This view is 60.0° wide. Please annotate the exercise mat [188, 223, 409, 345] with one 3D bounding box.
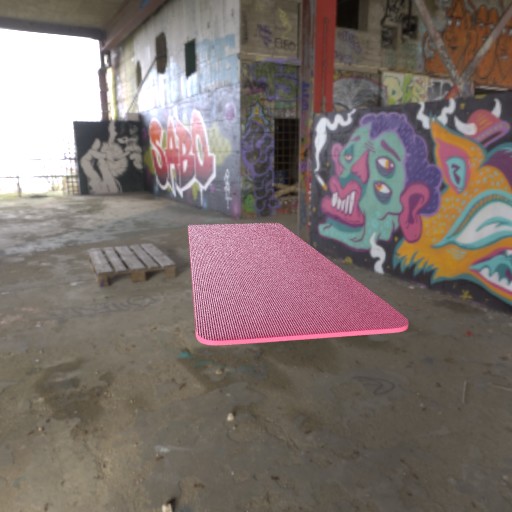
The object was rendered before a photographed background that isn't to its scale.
[{"bbox_3d":[0.000,0.000,2.101,0.616,0.021,1.884,-2,14,-9],"label":"exercise mat"}]
